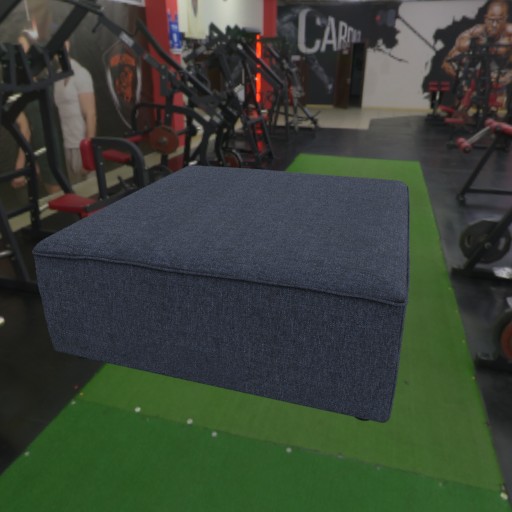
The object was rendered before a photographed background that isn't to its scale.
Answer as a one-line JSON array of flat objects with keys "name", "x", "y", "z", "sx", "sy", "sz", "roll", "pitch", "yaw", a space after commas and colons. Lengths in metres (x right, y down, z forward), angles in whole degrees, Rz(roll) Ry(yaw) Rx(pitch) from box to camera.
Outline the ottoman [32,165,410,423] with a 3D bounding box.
[{"name": "ottoman", "x": 0.000, "y": 0.000, "z": 1.584, "sx": 1.017, "sy": 0.423, "sz": 1.023, "roll": 8, "pitch": 26, "yaw": 16}]
